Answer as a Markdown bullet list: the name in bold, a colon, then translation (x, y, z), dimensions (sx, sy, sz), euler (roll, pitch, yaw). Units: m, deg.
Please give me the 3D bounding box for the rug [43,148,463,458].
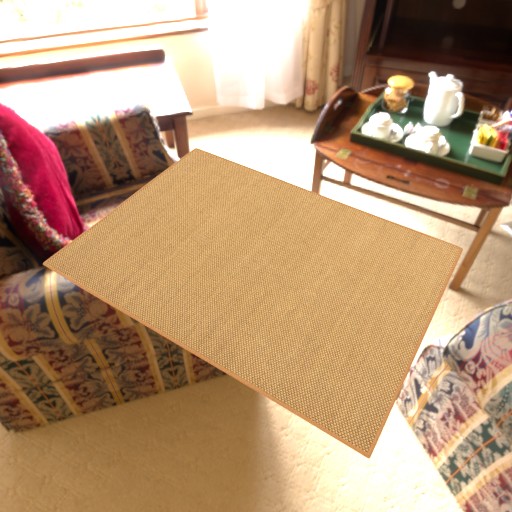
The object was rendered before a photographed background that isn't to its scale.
- **rug**: translation (0.000, 0.000, 2.748), dimensions (2.134, 0.013, 1.524), euler (25, 51, 22)
